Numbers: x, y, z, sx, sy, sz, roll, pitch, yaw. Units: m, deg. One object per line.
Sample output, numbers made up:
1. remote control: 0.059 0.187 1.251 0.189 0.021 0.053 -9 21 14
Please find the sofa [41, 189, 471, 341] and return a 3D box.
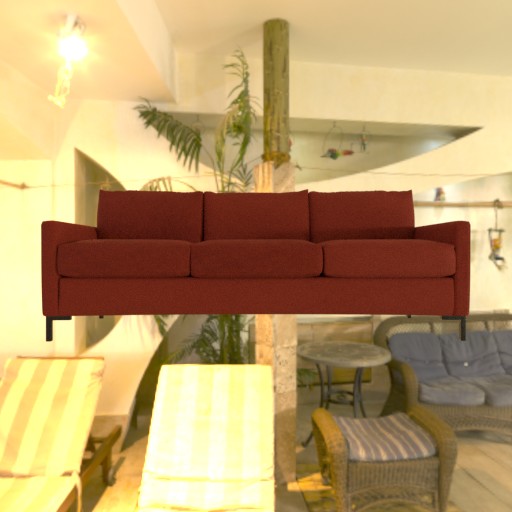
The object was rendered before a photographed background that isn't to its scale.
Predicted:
1. sofa: 0.000 0.000 2.690 2.252 0.879 0.875 0 0 0
